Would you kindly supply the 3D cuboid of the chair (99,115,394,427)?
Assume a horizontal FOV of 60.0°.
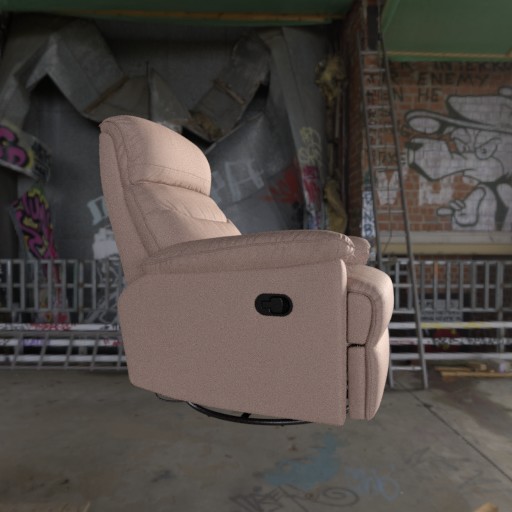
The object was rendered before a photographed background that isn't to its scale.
[{"bbox_3d":[0.000,0.000,1.689,1.004,1.037,0.820,0,1,18],"label":"chair"}]
